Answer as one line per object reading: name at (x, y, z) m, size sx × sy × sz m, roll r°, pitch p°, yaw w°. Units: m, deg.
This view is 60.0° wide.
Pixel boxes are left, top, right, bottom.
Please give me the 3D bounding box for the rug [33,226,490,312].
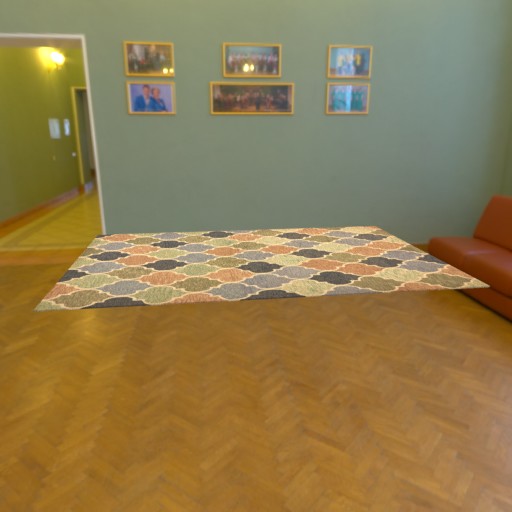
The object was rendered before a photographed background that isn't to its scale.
rug at (0.000, 0.000, 2.332) m, size 1.828 × 0.006 × 1.216 m, roll -2°, pitch 16°, yaw -8°
